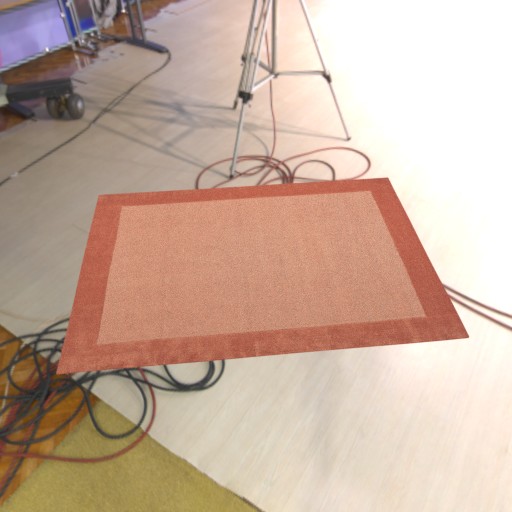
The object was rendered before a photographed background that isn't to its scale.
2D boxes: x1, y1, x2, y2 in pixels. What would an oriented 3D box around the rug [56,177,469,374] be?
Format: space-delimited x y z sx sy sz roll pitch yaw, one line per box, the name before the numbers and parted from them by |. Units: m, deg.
rug | 0.000 0.000 2.368 1.829 0.014 1.219 -4 46 -4
